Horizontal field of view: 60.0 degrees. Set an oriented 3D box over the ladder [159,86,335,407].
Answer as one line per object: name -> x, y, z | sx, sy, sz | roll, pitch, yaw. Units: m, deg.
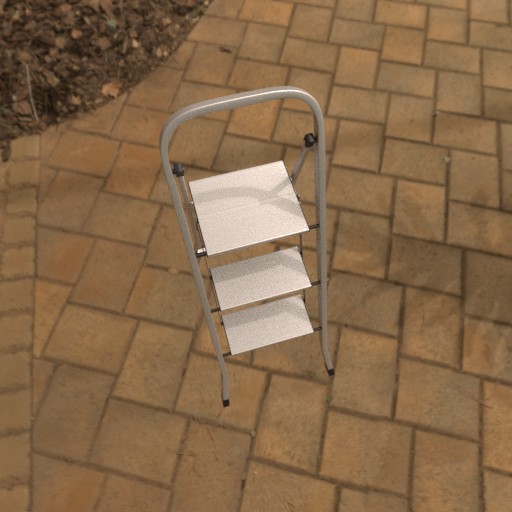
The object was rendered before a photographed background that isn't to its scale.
ladder -> 0.000, 0.000, 1.436 | 0.465, 1.070, 0.704 | -14, 65, -7
